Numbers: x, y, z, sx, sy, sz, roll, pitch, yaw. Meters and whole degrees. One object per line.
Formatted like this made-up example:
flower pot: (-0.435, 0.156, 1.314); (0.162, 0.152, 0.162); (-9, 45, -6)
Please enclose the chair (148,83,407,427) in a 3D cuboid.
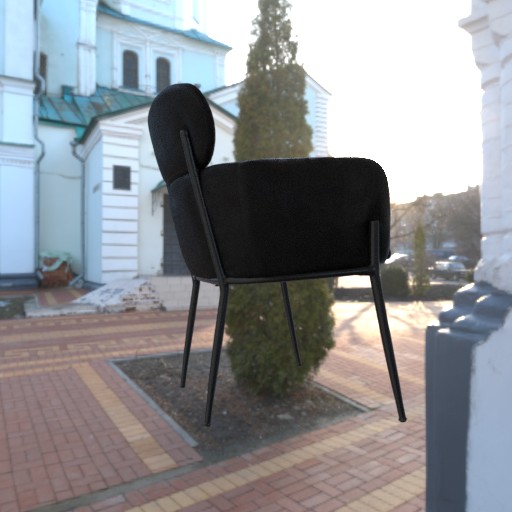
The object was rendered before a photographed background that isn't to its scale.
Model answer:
chair: (0.000, 0.000, 1.282); (0.604, 0.818, 0.640); (0, 0, -20)
